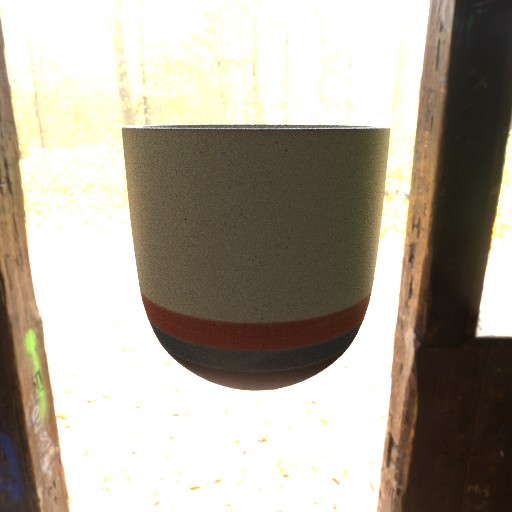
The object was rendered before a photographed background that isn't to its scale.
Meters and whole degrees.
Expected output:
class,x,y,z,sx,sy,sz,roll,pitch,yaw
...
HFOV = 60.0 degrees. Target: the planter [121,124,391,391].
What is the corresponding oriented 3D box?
class,x,y,z,sx,sy,sz,roll,pitch,yaw
planter,0.000,0.000,0.380,0.204,0.214,0.204,0,17,0
